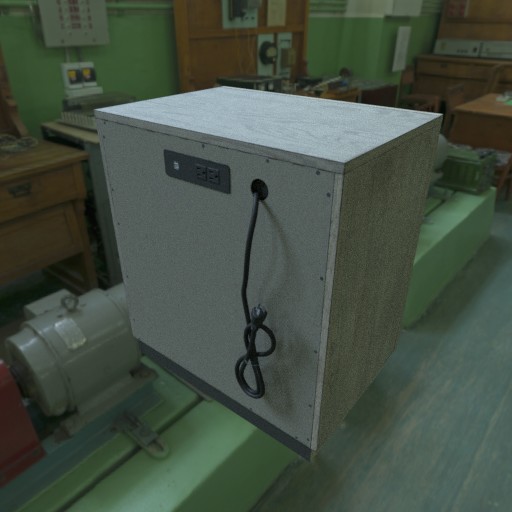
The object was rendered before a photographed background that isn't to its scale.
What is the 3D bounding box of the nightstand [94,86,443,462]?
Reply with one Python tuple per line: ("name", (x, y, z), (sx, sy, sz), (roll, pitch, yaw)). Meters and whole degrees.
("nightstand", (0.000, 0.000, 1.081), (0.612, 0.673, 0.483), (21, 36, 33))
